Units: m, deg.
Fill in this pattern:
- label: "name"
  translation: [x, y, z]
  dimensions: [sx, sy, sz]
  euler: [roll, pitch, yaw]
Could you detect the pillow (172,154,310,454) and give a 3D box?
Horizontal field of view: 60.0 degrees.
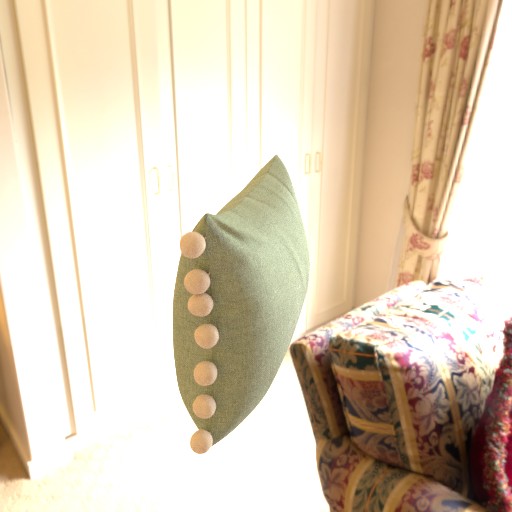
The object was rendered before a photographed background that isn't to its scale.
- label: "pillow"
  translation: [0.000, 0.000, 0.828]
  dimensions: [0.201, 0.322, 0.709]
  euler: [3, 18, 9]
